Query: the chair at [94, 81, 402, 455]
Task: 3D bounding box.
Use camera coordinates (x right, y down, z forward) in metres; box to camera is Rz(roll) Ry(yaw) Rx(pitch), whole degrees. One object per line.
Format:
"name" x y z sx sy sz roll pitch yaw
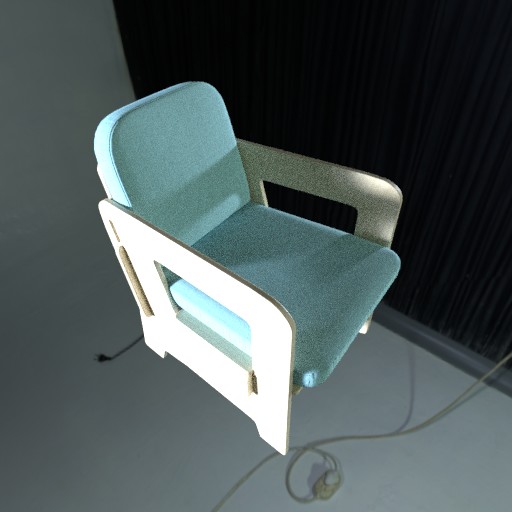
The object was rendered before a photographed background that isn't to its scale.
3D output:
"chair" 0.000 0.000 1.275 0.710 0.800 0.590 25 46 26
